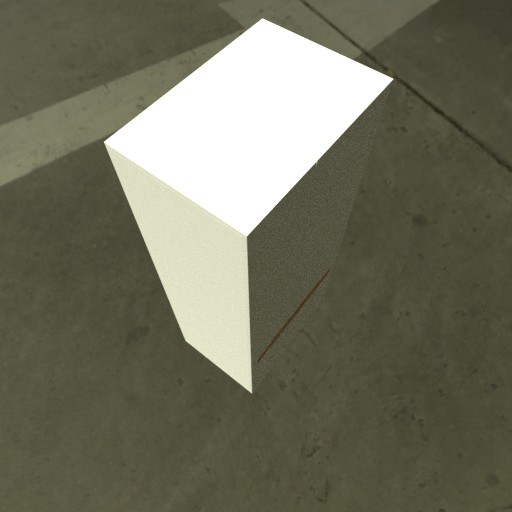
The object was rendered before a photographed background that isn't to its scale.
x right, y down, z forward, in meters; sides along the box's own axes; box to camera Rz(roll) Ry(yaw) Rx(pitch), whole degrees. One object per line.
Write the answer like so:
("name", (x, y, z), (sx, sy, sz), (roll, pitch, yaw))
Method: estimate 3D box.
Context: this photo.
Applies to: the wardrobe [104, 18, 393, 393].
("wardrobe", (0.000, 0.000, 2.421), (0.600, 2.040, 0.860), (34, 65, 18))
